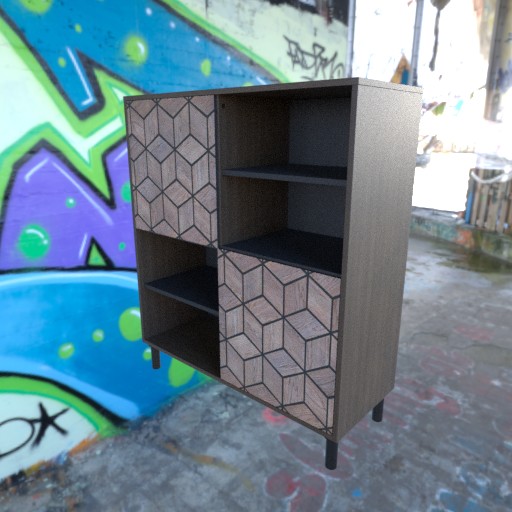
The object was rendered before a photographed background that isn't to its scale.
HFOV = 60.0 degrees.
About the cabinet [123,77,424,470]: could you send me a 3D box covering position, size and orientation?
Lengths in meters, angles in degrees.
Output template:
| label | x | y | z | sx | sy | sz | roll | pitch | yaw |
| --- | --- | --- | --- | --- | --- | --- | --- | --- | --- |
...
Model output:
| label | x | y | z | sx | sy | sz | roll | pitch | yaw |
| --- | --- | --- | --- | --- | --- | --- | --- | --- | --- |
| cabinet | 0.000 | 0.000 | 1.687 | 1.010 | 1.170 | 0.400 | 14 | 21 | 40 |
